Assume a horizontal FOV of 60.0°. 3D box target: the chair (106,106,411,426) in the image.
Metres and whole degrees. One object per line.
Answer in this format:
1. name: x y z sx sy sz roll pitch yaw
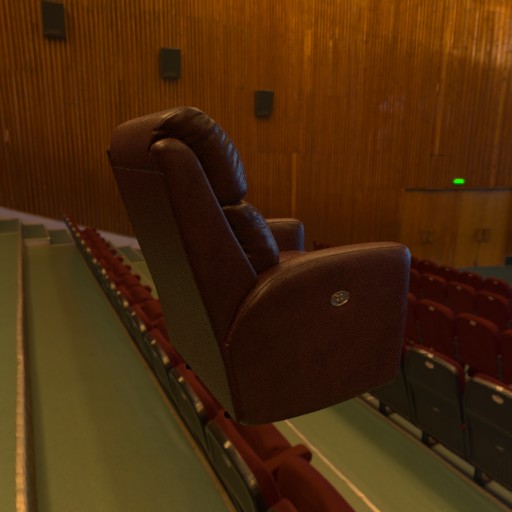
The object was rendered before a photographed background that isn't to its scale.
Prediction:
1. chair: 0.000 0.000 1.700 0.939 1.016 0.787 -7 15 -27
